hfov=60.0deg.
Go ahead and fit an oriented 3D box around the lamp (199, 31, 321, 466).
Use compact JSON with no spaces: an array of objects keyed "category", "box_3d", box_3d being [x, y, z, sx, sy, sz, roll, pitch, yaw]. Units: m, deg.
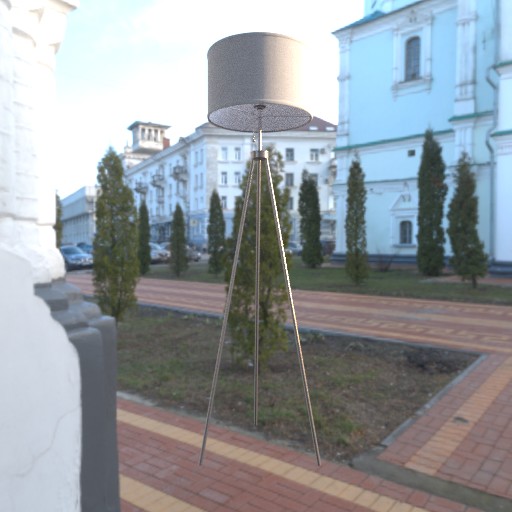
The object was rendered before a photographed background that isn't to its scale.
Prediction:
[{"category":"lamp","box_3d":[0.000,0.000,1.717,0.458,1.545,0.448,-1,2,-37]}]
